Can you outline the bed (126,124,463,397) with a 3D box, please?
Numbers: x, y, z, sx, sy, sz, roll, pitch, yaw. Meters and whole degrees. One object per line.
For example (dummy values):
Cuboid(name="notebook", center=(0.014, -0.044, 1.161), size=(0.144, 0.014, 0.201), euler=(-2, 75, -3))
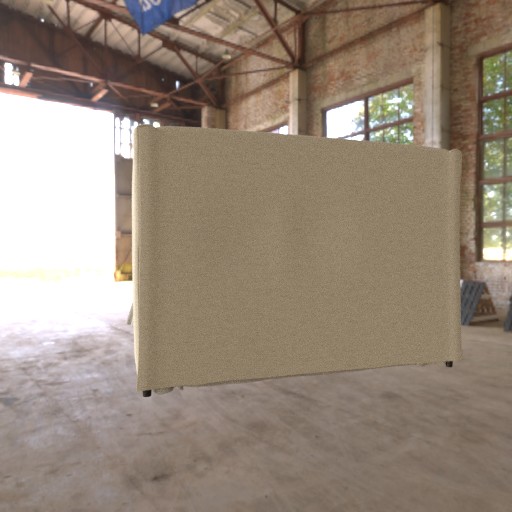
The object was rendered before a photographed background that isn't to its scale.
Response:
Cuboid(name="bed", center=(0.000, 0.000, 3.455), size=(1.925, 1.332, 2.276), euler=(0, 1, -17))
